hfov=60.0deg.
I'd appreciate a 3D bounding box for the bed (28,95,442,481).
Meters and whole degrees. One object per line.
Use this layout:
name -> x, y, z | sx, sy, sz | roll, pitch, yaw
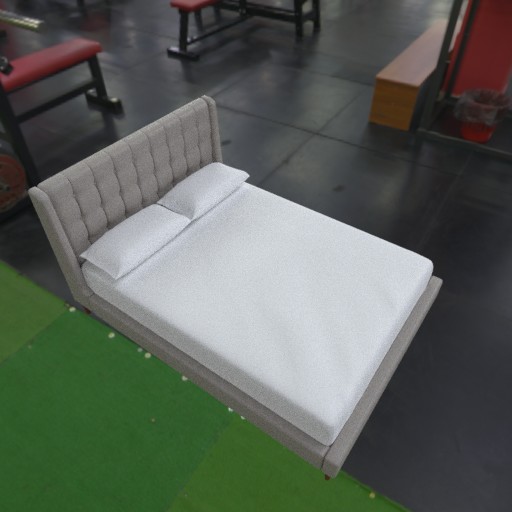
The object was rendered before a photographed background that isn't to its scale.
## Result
bed -> 0.000, 0.000, 3.077 | 2.232, 1.147, 1.656 | 26, 50, 25
